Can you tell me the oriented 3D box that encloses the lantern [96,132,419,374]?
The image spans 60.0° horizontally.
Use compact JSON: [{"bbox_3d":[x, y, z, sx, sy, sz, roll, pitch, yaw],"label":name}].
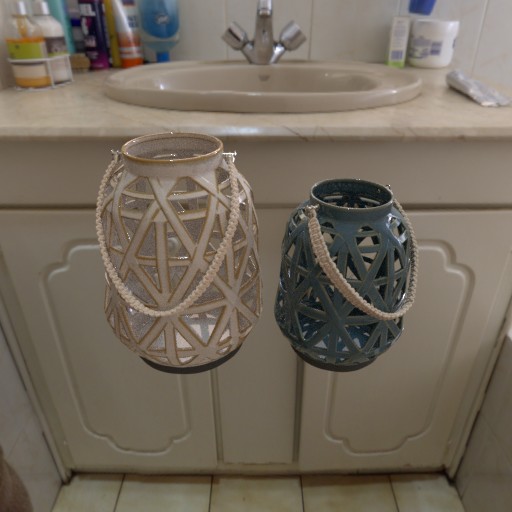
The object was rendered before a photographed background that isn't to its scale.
[{"bbox_3d":[0.000,0.000,0.620,0.439,0.307,0.245,1,30,2],"label":"lantern"}]
